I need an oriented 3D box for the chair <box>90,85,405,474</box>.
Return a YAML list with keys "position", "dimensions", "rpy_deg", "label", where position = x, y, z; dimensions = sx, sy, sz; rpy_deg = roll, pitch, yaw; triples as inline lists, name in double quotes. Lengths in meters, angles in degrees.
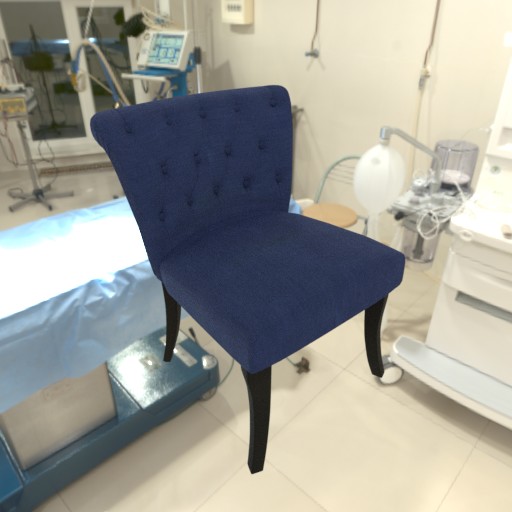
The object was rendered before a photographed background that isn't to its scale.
- position: [0.000, 0.000, 1.186]
  dimensions: [0.585, 0.753, 0.606]
  rpy_deg: [-23, 38, -33]
  label: "chair"
